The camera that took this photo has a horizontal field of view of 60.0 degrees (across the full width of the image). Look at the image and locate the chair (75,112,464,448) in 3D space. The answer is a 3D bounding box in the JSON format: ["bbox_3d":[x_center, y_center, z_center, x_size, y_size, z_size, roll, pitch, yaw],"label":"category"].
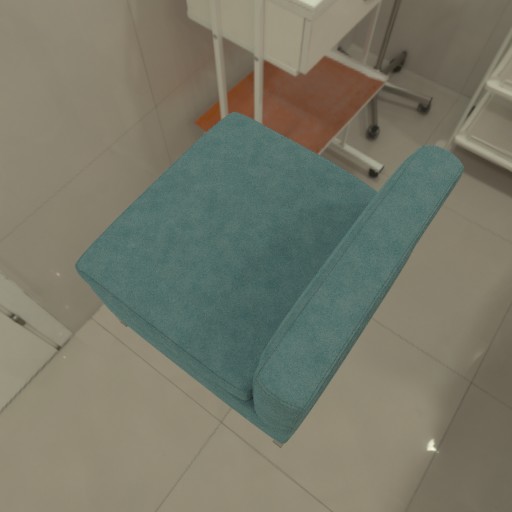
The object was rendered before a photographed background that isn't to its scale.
[{"bbox_3d":[0.000,0.000,1.209,0.685,0.660,0.684,33,67,16],"label":"chair"}]
